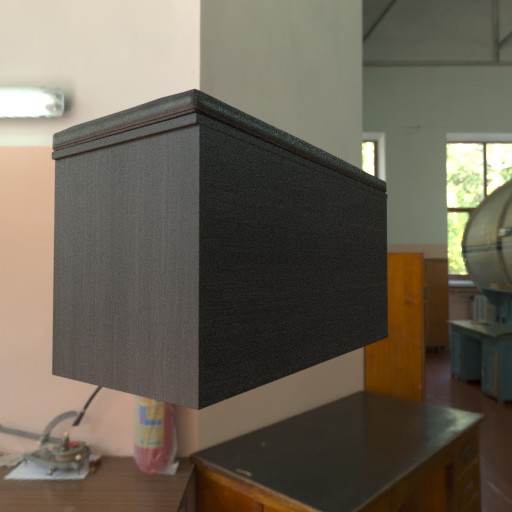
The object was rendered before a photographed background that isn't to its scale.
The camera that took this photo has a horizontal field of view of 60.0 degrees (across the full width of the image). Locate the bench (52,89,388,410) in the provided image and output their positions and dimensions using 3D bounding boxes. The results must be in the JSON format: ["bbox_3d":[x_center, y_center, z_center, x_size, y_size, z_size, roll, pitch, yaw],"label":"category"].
[{"bbox_3d":[0.000,0.000,1.161,0.401,0.501,0.905,-1,-2,35],"label":"bench"}]
